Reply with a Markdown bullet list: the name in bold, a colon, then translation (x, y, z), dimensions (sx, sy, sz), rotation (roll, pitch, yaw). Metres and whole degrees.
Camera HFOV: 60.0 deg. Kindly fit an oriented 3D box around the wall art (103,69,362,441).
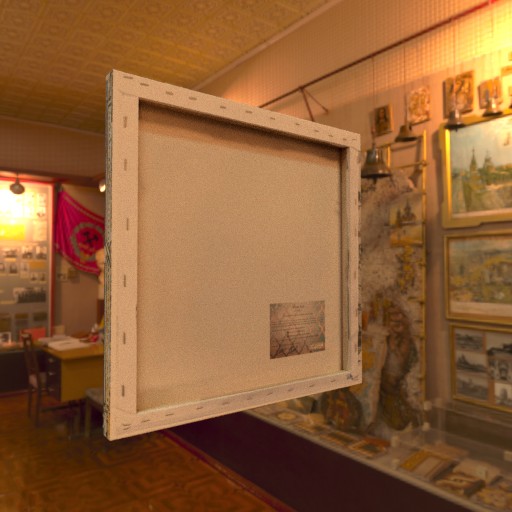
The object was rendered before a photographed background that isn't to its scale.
- **wall art**: translation (0.000, 0.000, 0.914), dimensions (0.609, 0.607, 0.036), rotation (1, -2, -36)
